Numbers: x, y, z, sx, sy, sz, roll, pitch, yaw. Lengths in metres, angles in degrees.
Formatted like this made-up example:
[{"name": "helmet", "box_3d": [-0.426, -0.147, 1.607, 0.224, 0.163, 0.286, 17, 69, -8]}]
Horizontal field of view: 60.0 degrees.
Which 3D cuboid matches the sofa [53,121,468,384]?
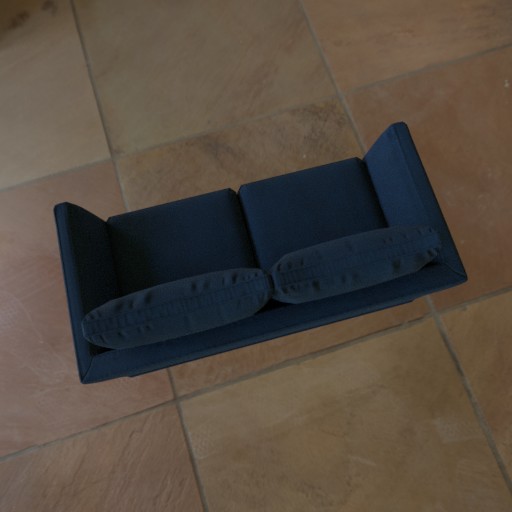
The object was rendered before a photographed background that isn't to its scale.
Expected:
[{"name": "sofa", "box_3d": [0.000, 0.000, 2.274, 1.770, 1.002, 0.853, -14, 75, -4]}]
